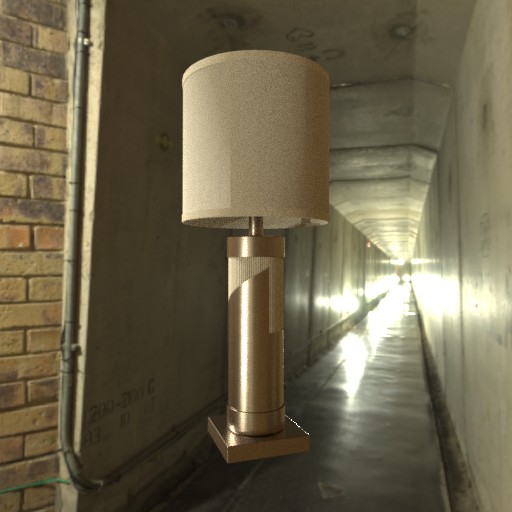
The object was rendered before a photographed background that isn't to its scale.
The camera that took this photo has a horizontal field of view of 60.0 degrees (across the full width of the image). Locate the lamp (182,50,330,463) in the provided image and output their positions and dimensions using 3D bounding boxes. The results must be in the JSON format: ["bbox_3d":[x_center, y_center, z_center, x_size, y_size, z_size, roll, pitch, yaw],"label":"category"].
[{"bbox_3d":[0.000,0.000,0.614,0.202,0.509,0.202,0,-1,-19],"label":"lamp"}]
